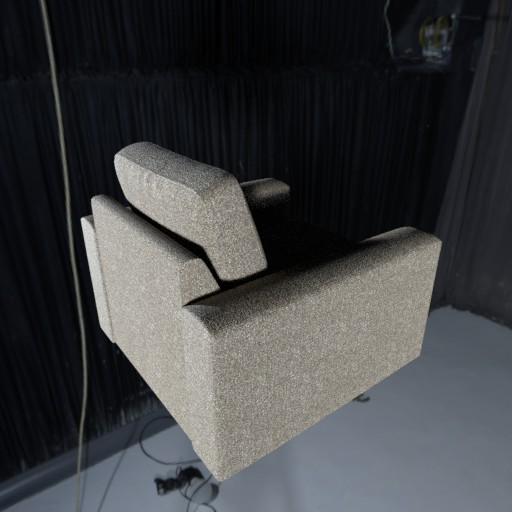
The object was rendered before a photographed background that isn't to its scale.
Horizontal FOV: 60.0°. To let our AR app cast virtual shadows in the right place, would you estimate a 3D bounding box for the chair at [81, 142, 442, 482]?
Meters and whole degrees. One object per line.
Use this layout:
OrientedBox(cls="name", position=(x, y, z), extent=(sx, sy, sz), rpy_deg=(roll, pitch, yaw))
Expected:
OrientedBox(cls="chair", position=(0.000, 0.000, 1.743), extent=(1.016, 0.873, 1.005), rpy_deg=(-18, 31, -33))
